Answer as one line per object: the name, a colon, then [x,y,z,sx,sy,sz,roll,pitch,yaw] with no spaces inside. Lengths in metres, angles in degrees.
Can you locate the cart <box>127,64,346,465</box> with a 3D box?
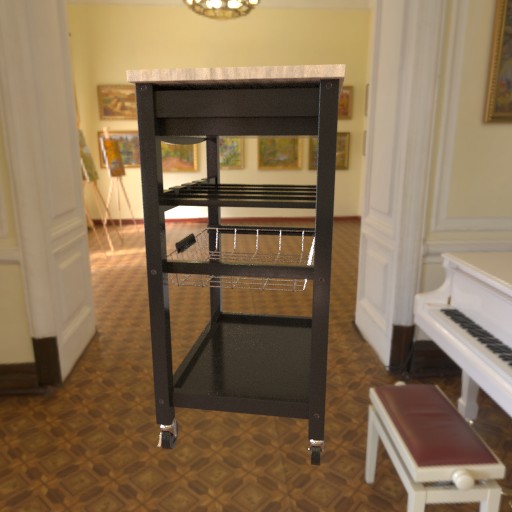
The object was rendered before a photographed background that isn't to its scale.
cart: [0.000,0.000,1.171,0.403,0.839,0.584,2,14,9]
